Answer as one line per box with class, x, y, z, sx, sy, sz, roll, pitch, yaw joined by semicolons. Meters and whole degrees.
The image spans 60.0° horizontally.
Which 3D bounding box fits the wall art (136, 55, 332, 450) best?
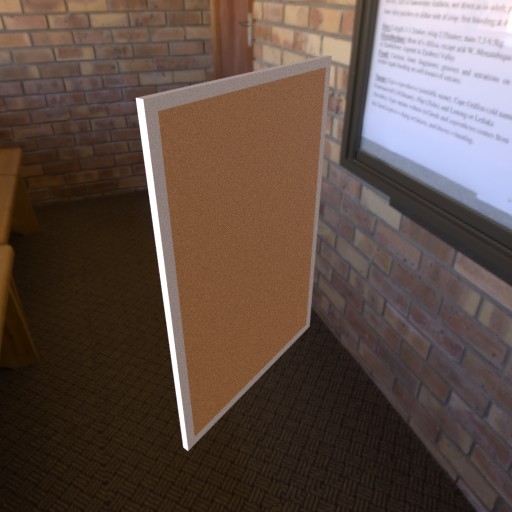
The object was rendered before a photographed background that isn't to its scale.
wall art;0.000;0.000;0.845;0.013;0.656;0.456;21;37;31
